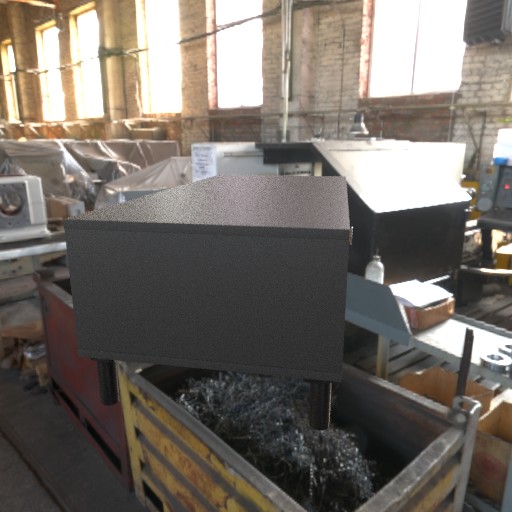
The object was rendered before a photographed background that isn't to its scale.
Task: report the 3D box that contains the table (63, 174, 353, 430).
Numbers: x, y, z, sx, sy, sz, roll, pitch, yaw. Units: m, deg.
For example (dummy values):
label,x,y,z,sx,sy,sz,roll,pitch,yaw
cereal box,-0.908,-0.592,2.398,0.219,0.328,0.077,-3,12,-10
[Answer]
label,x,y,z,sx,sy,sz,roll,pitch,yaw
table,0.000,0.000,1.352,0.550,0.400,1.100,3,15,10
